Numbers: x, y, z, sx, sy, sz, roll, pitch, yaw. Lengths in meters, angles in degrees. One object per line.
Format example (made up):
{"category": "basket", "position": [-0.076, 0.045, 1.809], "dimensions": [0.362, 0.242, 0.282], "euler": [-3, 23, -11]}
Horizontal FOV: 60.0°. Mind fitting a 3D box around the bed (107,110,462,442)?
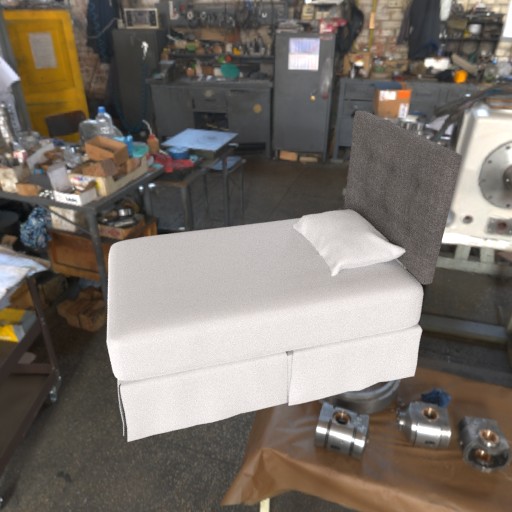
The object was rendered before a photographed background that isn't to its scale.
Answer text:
{"category": "bed", "position": [0.000, 0.000, 2.976], "dimensions": [1.997, 1.571, 1.261], "euler": [-8, 31, -13]}
